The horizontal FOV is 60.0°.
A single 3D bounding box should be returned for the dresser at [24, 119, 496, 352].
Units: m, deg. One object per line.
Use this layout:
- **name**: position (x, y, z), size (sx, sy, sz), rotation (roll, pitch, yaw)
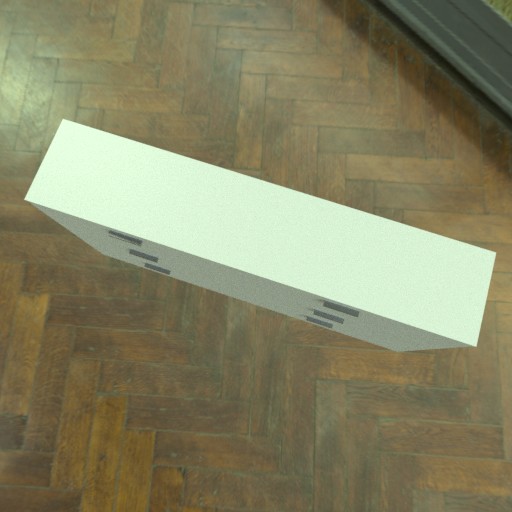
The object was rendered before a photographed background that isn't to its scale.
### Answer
- **dresser**: position (0.000, 0.000, 1.844), size (1.535, 0.790, 0.333), rotation (18, 77, 4)
